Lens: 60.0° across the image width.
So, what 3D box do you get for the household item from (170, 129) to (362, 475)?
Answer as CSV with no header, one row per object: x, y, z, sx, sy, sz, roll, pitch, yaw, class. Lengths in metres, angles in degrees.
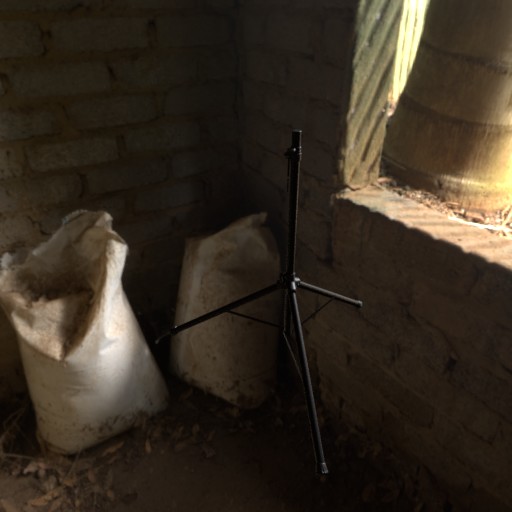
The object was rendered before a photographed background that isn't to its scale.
0.000,0.000,2.755,1.339,1.595,1.596,10,32,17,household item
